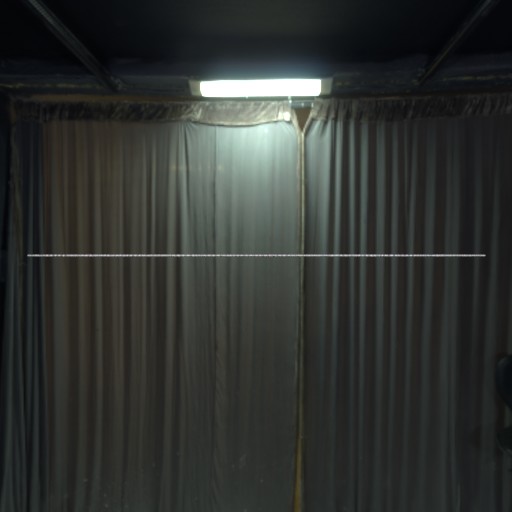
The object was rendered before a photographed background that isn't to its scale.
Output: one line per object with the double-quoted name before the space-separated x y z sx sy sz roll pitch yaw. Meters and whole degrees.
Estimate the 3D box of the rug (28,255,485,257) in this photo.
"rug" 0.000 0.000 2.735 2.432 0.008 0.766 0 0 1
